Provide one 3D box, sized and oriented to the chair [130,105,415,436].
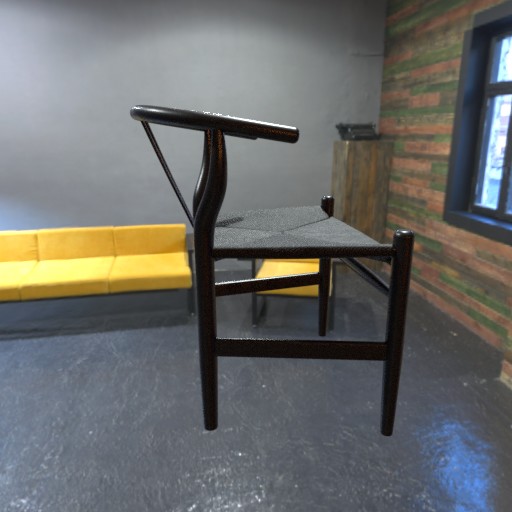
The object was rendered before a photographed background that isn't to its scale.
[{"bbox_3d":[0.000,0.000,1.149,0.579,0.730,0.569,-2,16,-8],"label":"chair"}]
